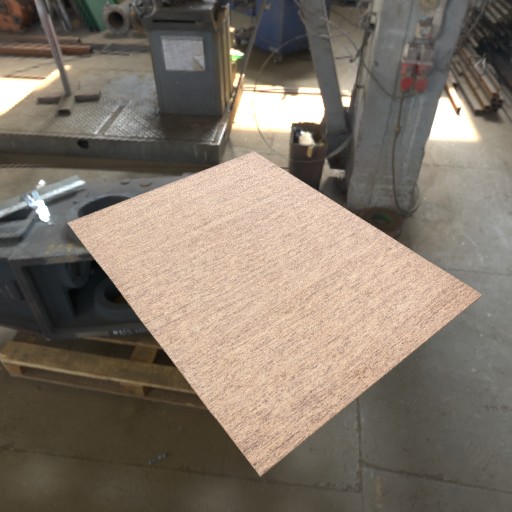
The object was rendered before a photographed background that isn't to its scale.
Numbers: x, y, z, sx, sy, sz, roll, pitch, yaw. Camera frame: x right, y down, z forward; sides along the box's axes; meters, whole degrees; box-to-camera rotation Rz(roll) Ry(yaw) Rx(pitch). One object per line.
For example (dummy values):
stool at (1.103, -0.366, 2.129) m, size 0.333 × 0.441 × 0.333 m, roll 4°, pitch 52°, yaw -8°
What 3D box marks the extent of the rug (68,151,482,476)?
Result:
rug at (0.000, 0.000, 4.193) m, size 2.448 × 0.013 × 3.205 m, roll -28°, pitch 49°, yaw -27°
